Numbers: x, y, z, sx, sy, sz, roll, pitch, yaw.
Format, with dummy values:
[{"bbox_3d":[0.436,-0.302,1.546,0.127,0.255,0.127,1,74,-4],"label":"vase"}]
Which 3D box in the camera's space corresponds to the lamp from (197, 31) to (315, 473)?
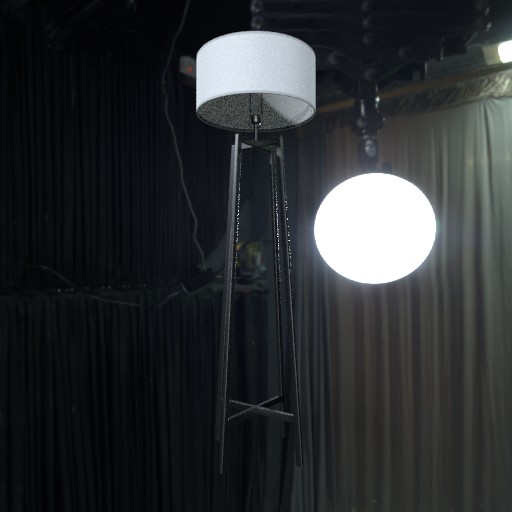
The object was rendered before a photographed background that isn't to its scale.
[{"bbox_3d":[0.000,0.000,1.713,0.457,1.510,0.456,0,-1,36],"label":"lamp"}]
